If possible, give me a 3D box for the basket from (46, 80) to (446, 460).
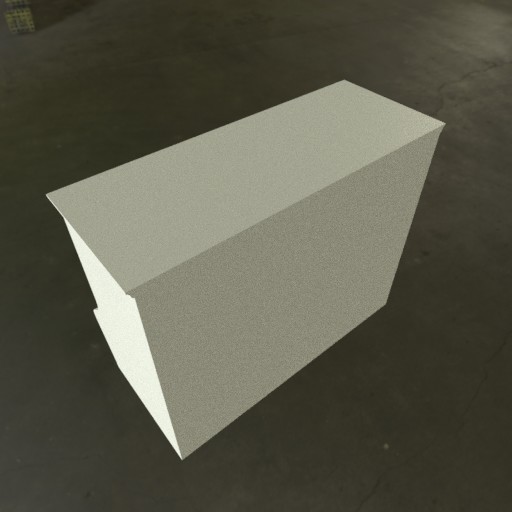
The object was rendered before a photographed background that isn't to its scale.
[{"bbox_3d":[0.000,0.000,1.137,0.792,0.625,0.376,-30,52,-27],"label":"basket"}]
